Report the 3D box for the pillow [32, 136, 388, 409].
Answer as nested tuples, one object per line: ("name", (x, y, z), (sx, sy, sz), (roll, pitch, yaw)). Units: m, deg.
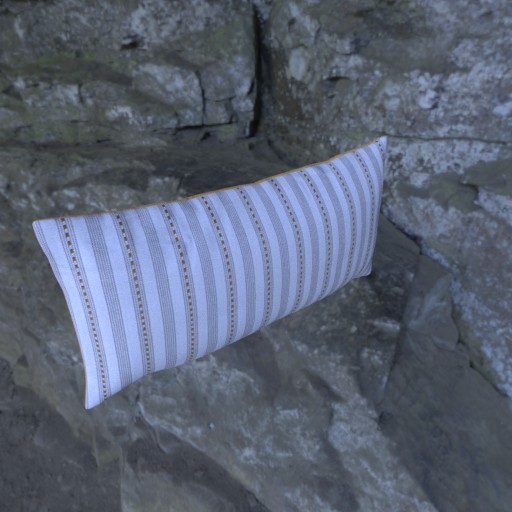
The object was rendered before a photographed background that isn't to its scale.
("pillow", (0.000, 0.000, 0.713), (0.608, 0.291, 0.151), (-21, 36, -32))
